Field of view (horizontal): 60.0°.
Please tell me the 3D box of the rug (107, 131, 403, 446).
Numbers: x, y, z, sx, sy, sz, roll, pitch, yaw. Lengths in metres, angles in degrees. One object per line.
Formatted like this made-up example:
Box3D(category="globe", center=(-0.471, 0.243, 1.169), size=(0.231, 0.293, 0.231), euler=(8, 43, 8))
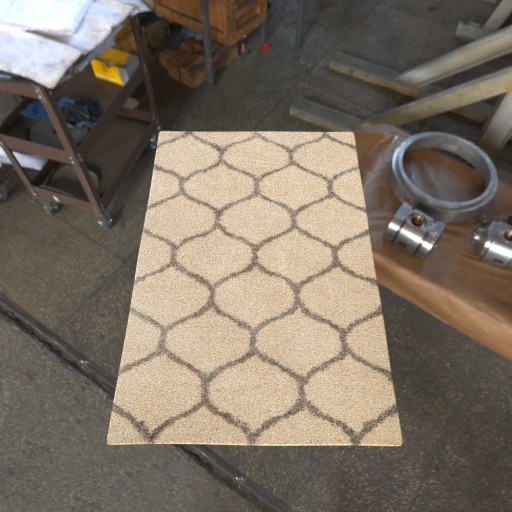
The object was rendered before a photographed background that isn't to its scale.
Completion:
Box3D(category="rug", center=(0.000, 0.000, 3.398), size=(1.801, 0.026, 2.701), euler=(0, 58, 0))
